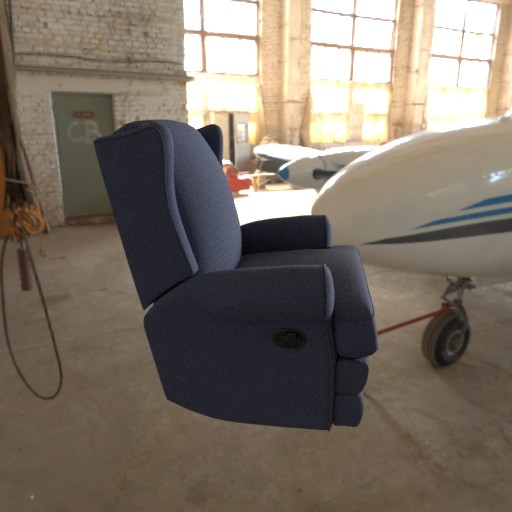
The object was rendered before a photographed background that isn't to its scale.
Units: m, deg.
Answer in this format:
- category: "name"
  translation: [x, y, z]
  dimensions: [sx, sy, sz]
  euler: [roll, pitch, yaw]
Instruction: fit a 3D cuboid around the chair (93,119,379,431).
- category: "chair"
  translation: [0.000, 0.000, 1.731]
  dimensions: [0.877, 1.020, 0.971]
  euler: [2, 16, 8]
